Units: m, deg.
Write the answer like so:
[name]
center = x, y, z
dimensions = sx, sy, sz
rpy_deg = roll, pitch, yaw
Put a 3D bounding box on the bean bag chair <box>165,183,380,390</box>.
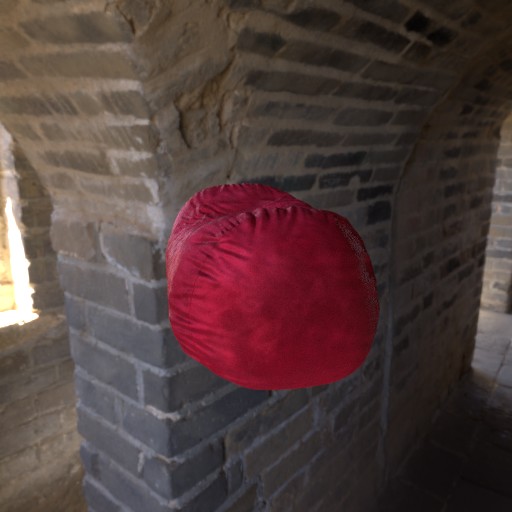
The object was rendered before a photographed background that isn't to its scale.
[bean bag chair]
center = 0.000, 0.000, 2.961
dimensions = 1.216, 0.867, 2.293
rpy_deg = -2, 14, -10
